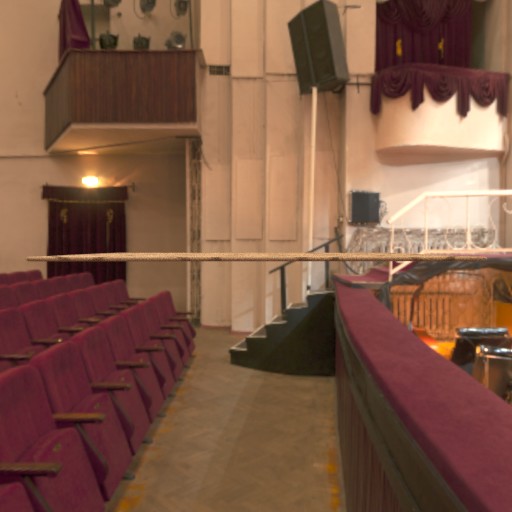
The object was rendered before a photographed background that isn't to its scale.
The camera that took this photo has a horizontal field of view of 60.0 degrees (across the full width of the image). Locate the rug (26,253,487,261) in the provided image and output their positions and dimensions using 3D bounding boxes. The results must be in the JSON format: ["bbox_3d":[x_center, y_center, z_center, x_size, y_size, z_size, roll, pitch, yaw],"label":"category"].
[{"bbox_3d":[0.000,0.000,3.475,2.701,0.026,1.801,0,1,-1],"label":"rug"}]
